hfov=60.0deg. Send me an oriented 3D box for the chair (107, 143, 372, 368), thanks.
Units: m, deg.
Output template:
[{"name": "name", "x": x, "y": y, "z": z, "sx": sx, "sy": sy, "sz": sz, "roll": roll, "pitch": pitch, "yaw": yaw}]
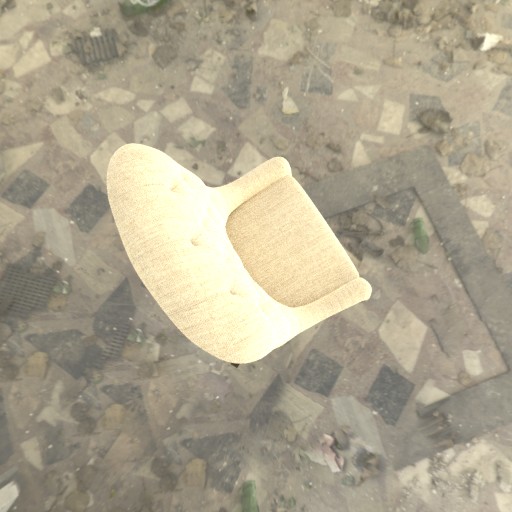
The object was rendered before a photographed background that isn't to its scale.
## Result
[{"name": "chair", "x": 0.000, "y": 0.000, "z": 1.513, "sx": 0.629, "sy": 1.091, "sz": 0.634, "roll": -30, "pitch": 77, "yaw": -8}]
